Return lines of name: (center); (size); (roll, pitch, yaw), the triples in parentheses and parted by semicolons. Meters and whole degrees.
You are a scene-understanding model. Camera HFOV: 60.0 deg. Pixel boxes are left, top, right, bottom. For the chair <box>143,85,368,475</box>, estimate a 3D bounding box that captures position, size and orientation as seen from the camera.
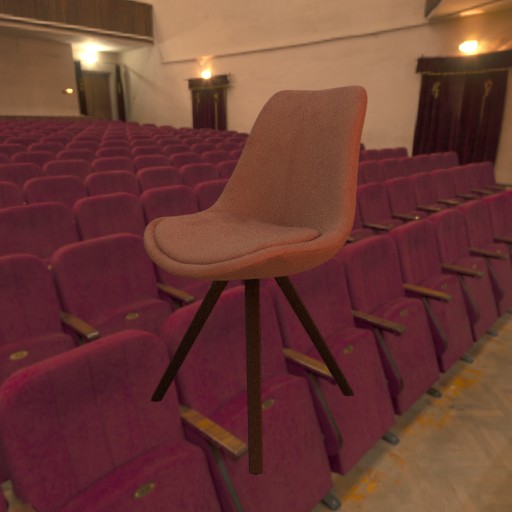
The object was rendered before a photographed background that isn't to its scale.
chair: (0.000, 0.000, 1.180); (0.483, 0.865, 0.547); (15, 22, 41)
